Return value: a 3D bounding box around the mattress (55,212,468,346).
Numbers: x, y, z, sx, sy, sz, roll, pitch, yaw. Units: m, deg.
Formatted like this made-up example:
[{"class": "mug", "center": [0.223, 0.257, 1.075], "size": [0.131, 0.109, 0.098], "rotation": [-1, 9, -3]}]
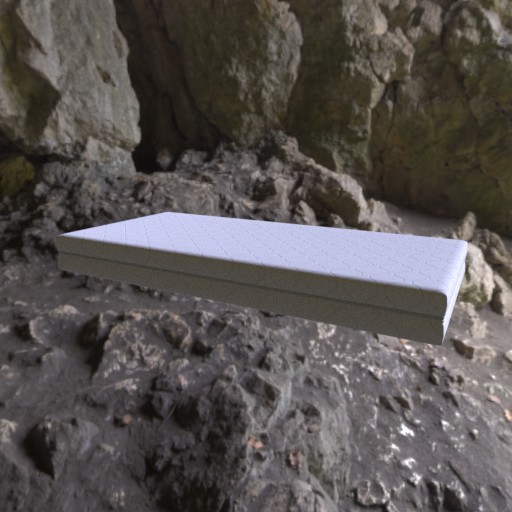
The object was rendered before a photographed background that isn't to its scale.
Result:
[{"class": "mattress", "center": [0.000, 0.000, 2.266], "size": [1.900, 0.200, 0.900], "rotation": [8, 17, 28]}]
